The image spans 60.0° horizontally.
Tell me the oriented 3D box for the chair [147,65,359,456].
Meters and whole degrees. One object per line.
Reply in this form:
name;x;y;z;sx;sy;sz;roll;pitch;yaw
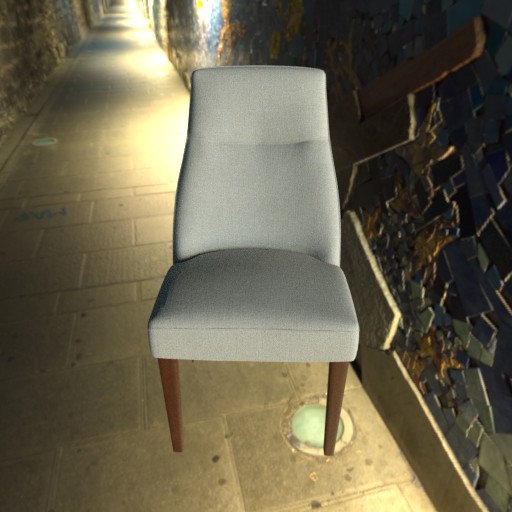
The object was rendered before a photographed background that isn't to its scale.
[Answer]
chair;0.000;0.000;1.264;0.500;0.930;0.620;1;32;1
